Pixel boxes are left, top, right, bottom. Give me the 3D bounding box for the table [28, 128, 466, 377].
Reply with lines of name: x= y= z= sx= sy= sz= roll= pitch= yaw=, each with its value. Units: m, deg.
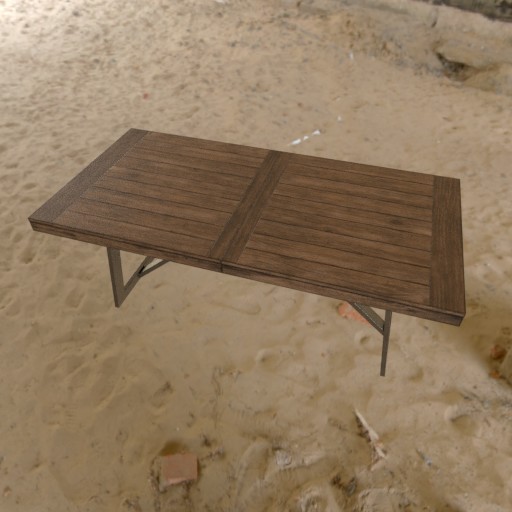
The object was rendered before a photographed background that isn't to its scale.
table: x=0.000 y=0.000 z=2.374 sx=1.867 sy=0.757 sz=0.931 roll=12 pitch=44 yaw=13
